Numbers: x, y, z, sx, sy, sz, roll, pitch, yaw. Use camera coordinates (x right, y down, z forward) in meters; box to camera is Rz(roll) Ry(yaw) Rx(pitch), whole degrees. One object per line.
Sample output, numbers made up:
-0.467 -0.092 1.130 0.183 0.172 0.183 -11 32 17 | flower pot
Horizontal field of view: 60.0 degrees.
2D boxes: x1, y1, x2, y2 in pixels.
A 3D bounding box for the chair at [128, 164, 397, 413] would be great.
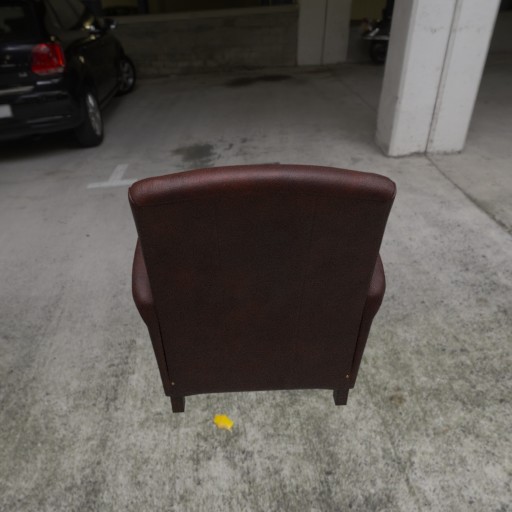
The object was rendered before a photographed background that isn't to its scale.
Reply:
0.000 0.000 1.809 0.978 1.061 0.902 -2 32 -3 | chair
